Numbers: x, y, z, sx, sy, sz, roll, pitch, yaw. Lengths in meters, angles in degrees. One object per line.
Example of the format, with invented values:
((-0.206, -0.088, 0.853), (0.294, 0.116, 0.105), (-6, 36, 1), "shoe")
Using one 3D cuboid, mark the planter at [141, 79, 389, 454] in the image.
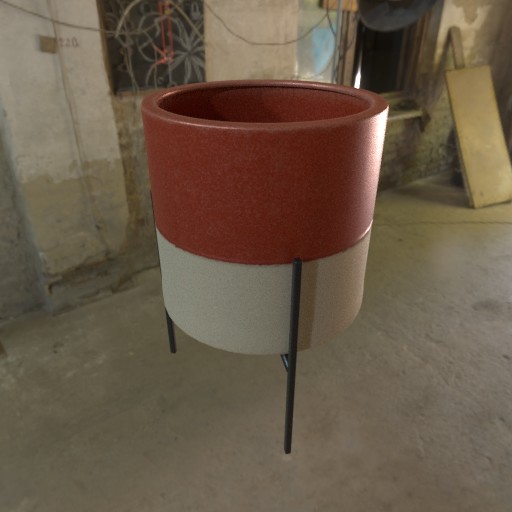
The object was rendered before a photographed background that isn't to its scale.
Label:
((0.000, 0.000, 0.515), (0.251, 0.354, 0.235), (8, 31, 14), "planter")
